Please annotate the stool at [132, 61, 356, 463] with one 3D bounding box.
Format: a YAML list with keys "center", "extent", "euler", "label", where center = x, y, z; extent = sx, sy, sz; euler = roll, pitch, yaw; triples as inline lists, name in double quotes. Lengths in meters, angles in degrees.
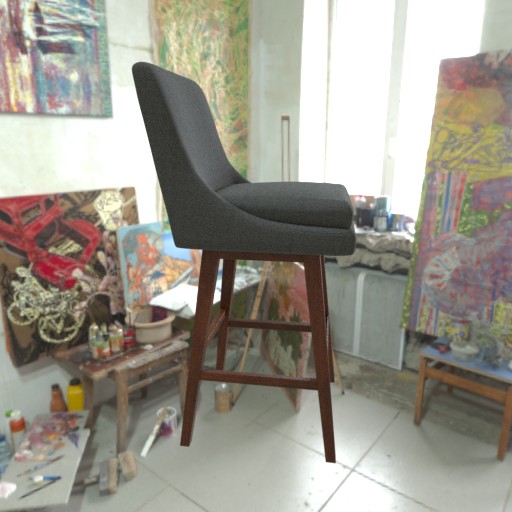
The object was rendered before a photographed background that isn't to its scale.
- center: [0.000, 0.000, 1.247]
  extent: [0.524, 0.977, 0.447]
  euler: [2, 15, 9]
  label: "stool"
